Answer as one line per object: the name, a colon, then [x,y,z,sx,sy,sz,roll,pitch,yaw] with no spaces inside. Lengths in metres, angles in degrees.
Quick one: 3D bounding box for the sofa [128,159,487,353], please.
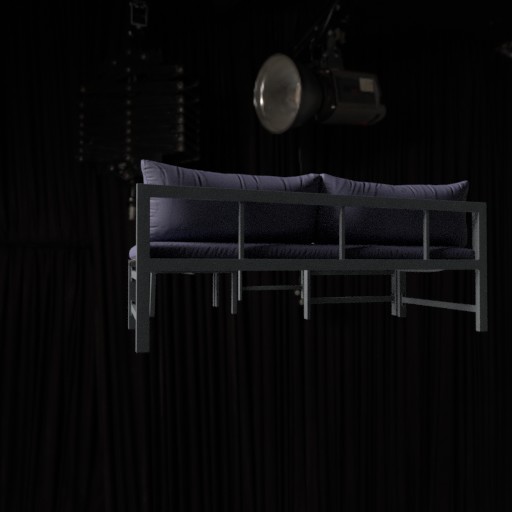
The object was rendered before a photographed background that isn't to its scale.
sofa: [0.000,0.000,2.920,1.658,0.762,2.149,0,-1,-19]
